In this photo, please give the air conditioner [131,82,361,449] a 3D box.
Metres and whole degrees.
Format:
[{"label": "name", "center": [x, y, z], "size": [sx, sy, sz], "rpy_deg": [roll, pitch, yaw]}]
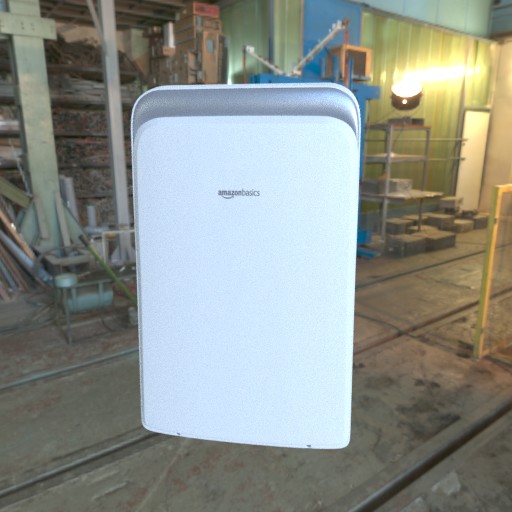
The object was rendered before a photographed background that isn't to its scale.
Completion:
[{"label": "air conditioner", "center": [0.000, 0.000, 1.056], "size": [0.478, 0.765, 0.467], "rpy_deg": [2, 15, 8]}]
